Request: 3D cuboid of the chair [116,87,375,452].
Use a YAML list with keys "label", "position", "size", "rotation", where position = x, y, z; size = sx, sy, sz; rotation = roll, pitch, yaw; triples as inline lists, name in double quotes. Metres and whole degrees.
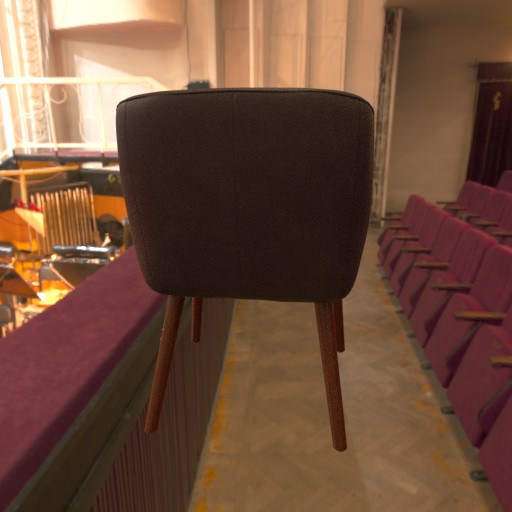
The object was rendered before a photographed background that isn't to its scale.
- label: "chair"
  position: [0.000, 0.000, 1.233]
  size: [0.610, 0.828, 0.610]
  rotation: [2, 15, 8]
